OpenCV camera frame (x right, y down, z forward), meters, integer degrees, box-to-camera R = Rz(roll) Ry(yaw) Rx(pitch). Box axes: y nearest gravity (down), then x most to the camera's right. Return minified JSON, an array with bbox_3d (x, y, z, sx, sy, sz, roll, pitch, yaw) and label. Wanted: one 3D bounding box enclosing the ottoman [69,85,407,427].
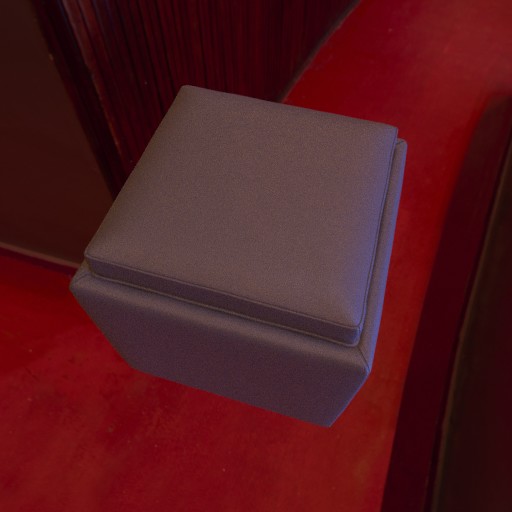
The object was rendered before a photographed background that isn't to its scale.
[{"bbox_3d":[0.000,0.000,0.838,0.451,0.460,0.450,14,59,9],"label":"ottoman"}]
